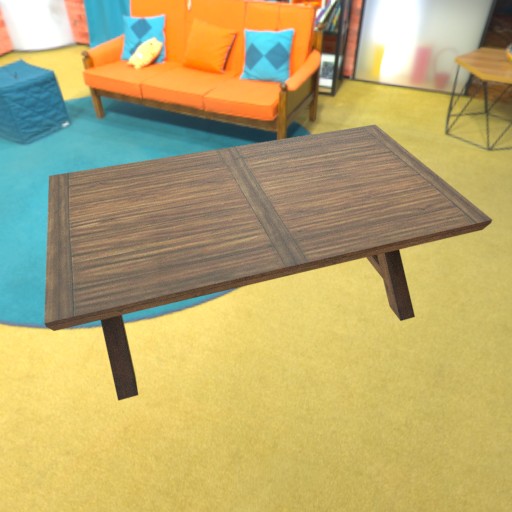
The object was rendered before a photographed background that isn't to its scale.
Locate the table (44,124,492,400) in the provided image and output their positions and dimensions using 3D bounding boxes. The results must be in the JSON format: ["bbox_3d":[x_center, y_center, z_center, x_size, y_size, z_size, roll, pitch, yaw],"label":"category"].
[{"bbox_3d":[0.000,0.000,2.473,1.966,0.793,1.071,-12,43,-14],"label":"table"}]
